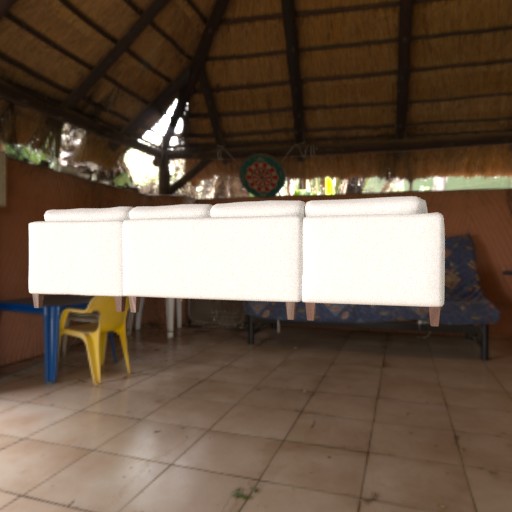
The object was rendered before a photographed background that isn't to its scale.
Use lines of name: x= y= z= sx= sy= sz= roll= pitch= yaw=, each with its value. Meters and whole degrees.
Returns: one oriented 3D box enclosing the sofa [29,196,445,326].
sofa: x=0.000 y=0.000 z=4.401 sx=3.238 sy=0.853 sz=2.551 roll=0 pitch=1 yaw=17
